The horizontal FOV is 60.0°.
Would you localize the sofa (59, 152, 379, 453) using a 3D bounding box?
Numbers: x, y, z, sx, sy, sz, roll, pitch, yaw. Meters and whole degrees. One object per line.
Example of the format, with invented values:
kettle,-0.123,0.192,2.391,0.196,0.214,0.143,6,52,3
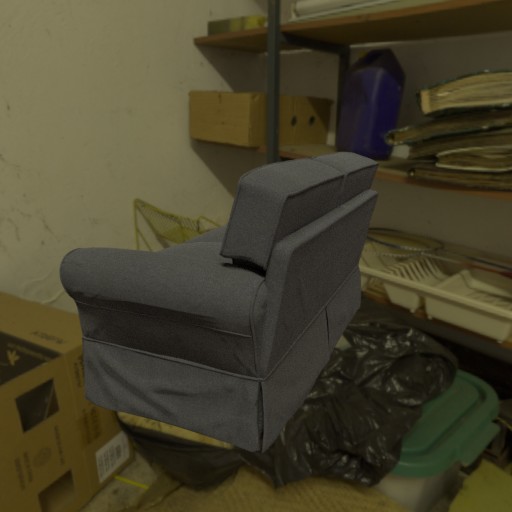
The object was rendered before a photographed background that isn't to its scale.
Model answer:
sofa,0.000,0.000,2.384,0.997,1.059,1.801,7,17,24
